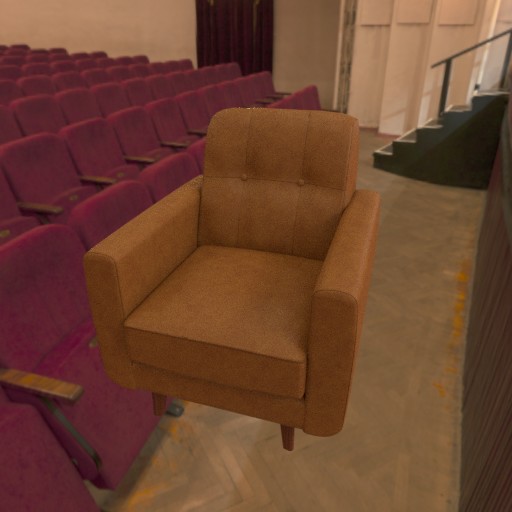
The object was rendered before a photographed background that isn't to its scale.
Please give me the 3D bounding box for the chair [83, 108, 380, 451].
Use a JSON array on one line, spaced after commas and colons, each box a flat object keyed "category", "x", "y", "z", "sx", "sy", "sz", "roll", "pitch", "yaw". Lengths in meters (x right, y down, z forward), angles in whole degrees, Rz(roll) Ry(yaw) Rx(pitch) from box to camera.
[{"category": "chair", "x": 0.000, "y": 0.000, "z": 1.669, "sx": 0.845, "sy": 0.968, "sz": 0.942, "roll": 8, "pitch": 28, "yaw": 16}]
